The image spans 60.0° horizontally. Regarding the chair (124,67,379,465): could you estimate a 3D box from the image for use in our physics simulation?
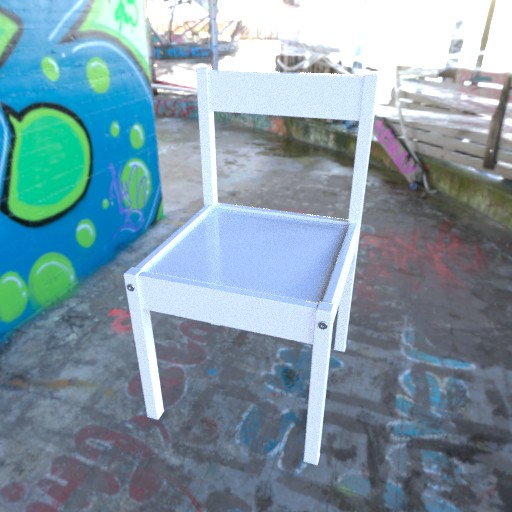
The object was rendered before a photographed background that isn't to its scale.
[{"bbox_3d":[0.000,0.000,0.685,0.285,0.505,0.285,9,30,16],"label":"chair"}]
